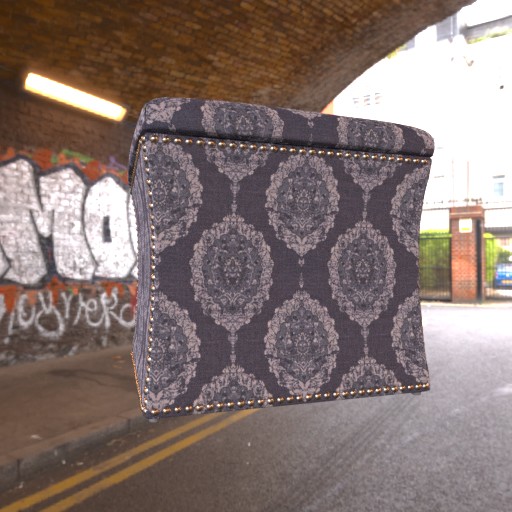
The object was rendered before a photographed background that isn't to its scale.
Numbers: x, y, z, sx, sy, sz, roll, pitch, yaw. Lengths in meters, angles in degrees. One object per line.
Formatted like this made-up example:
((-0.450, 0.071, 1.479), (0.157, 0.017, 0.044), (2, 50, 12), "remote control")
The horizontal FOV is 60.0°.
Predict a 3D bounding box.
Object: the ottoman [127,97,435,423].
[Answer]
((0.000, 0.000, 0.895), (0.497, 0.475, 0.507), (0, -1, -17), "ottoman")
